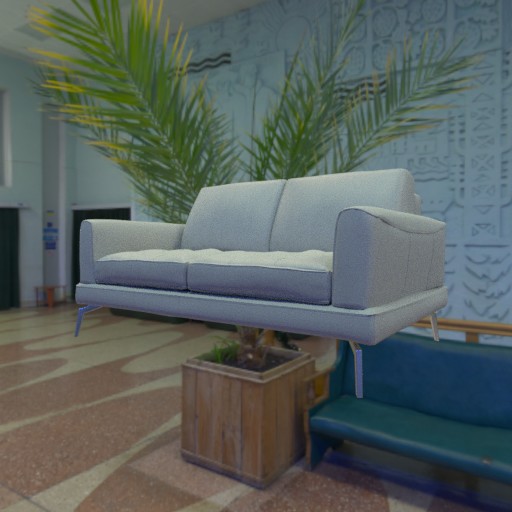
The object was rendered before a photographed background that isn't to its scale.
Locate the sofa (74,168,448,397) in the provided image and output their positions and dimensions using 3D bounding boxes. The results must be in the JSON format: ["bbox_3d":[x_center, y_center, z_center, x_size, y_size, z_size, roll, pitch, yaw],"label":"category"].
[{"bbox_3d":[0.000,0.000,2.446,1.819,0.930,1.121,1,2,36],"label":"sofa"}]
